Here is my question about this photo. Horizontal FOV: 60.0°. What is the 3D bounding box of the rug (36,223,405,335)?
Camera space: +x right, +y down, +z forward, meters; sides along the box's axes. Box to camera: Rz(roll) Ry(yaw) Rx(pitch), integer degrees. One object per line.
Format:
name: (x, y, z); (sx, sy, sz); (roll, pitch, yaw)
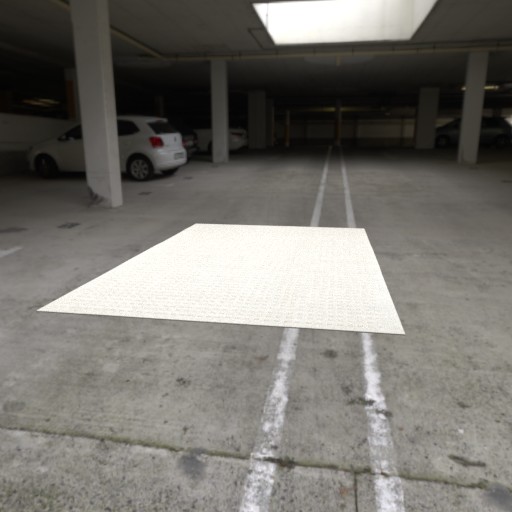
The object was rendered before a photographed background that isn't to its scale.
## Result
rug: (0.000, 0.000, 2.872); (1.523, 0.006, 2.289); (2, 14, 9)
